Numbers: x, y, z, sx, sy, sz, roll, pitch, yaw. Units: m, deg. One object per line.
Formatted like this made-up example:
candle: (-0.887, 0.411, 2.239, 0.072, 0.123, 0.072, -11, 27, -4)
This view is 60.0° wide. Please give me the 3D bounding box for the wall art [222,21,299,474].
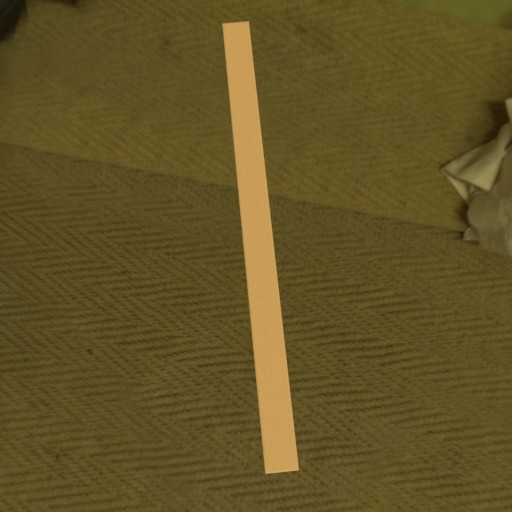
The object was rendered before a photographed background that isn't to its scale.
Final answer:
wall art: (0.000, 0.000, 0.777, 0.039, 0.407, 0.609, -5, 77, -1)
